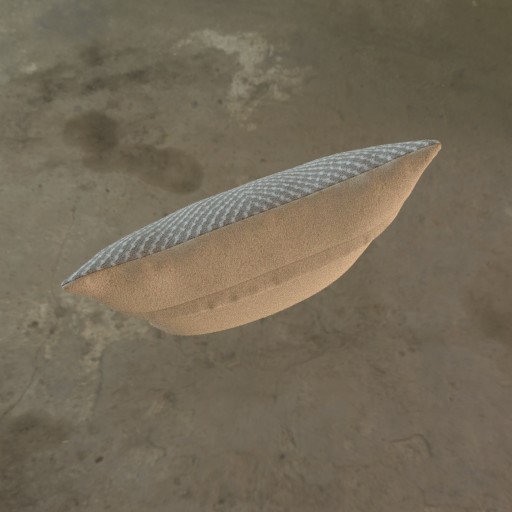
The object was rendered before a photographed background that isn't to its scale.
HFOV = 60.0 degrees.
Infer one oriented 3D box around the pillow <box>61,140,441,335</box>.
[{"bbox_3d":[0.000,0.000,0.712,0.459,0.458,0.181,-21,76,-6],"label":"pillow"}]
